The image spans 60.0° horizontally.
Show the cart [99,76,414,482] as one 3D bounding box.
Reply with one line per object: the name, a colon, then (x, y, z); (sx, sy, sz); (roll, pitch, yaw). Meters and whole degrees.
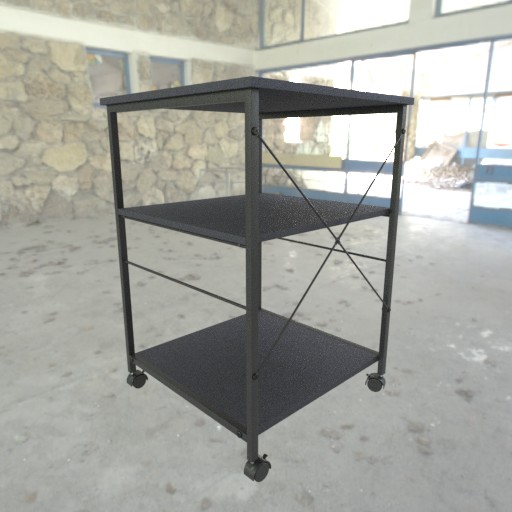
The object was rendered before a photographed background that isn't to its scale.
cart: (0.000, 0.000, 1.130); (0.521, 0.762, 0.520); (-14, 20, -42)
